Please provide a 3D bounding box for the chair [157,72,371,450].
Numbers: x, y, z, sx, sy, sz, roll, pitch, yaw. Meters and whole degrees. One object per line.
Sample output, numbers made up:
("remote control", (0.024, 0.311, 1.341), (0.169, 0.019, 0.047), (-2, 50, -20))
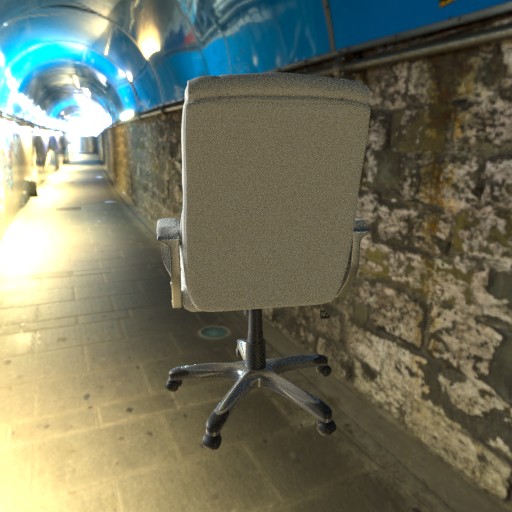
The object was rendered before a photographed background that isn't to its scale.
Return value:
("chair", (0.000, 0.000, 1.574), (0.687, 1.120, 0.738), (-3, 15, -11))
